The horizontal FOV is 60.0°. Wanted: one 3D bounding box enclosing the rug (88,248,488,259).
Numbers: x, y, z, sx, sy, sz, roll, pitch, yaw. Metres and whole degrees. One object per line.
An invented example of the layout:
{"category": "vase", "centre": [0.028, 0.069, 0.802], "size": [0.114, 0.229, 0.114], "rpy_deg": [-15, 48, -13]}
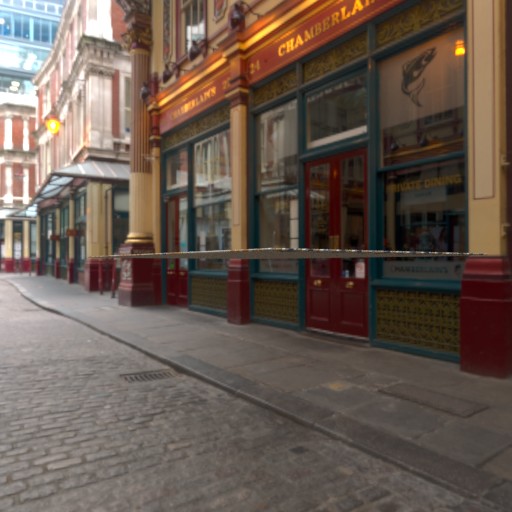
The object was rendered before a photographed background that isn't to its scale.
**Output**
{"category": "rug", "centre": [0.000, 0.000, 2.341], "size": [1.230, 0.008, 1.827], "rpy_deg": [1, -1, -36]}
